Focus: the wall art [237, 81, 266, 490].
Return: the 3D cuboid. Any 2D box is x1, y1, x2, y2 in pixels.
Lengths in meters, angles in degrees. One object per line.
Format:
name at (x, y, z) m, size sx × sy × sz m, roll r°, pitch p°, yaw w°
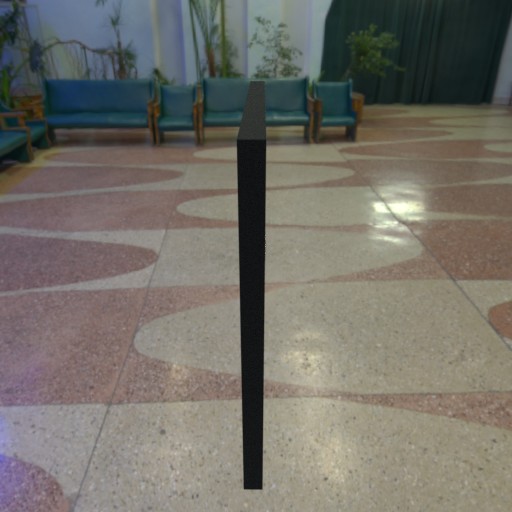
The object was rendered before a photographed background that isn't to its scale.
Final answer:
wall art at (0.000, 0.000, 1.131) m, size 0.044 × 0.758 × 0.758 m, roll 0°, pitch 27°, yaw 1°
